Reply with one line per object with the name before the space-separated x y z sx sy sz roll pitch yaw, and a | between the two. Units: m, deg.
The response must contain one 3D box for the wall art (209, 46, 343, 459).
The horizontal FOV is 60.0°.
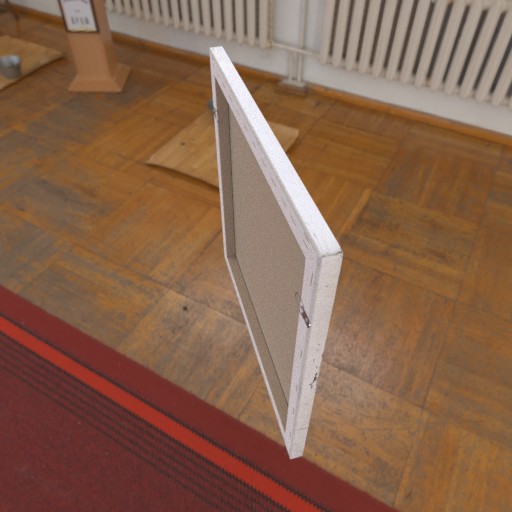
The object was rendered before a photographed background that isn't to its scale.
wall art | 0.000 0.000 1.134 0.038 0.762 0.762 -12 47 -11
